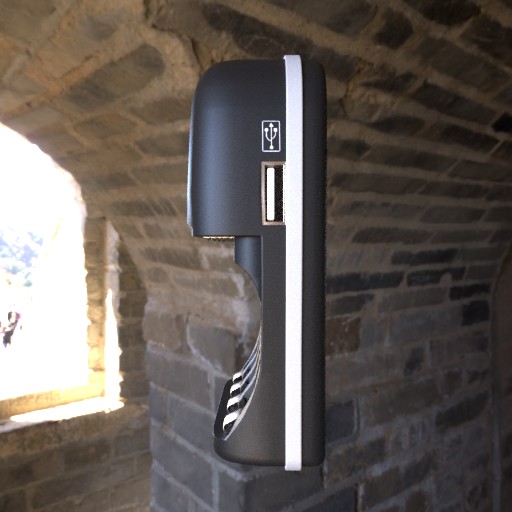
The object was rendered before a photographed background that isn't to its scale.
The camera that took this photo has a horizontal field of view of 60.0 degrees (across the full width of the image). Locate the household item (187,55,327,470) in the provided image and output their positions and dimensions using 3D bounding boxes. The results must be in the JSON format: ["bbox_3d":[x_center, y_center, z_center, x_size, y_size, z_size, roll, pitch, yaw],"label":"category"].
[{"bbox_3d":[0.000,0.000,0.147,0.038,0.114,0.070,0,1,1],"label":"household item"}]
